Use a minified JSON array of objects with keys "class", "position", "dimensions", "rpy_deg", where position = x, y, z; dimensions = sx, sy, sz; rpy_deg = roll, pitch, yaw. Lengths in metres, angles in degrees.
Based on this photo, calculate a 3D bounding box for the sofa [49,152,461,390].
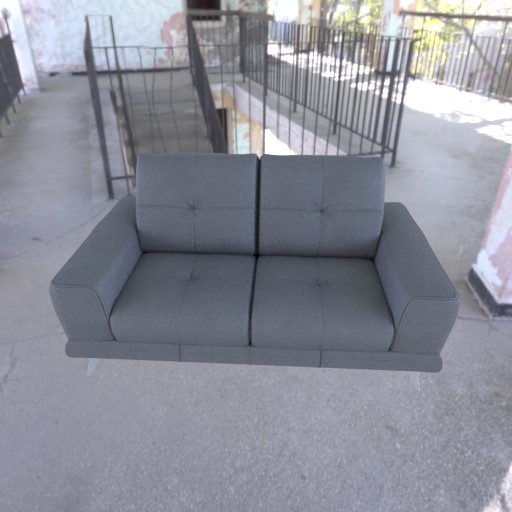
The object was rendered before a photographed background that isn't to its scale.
[{"class":"sofa","position":[0.000,0.000,2.338],"dimensions":[1.806,0.907,1.018],"rpy_deg":[2,30,3]}]
